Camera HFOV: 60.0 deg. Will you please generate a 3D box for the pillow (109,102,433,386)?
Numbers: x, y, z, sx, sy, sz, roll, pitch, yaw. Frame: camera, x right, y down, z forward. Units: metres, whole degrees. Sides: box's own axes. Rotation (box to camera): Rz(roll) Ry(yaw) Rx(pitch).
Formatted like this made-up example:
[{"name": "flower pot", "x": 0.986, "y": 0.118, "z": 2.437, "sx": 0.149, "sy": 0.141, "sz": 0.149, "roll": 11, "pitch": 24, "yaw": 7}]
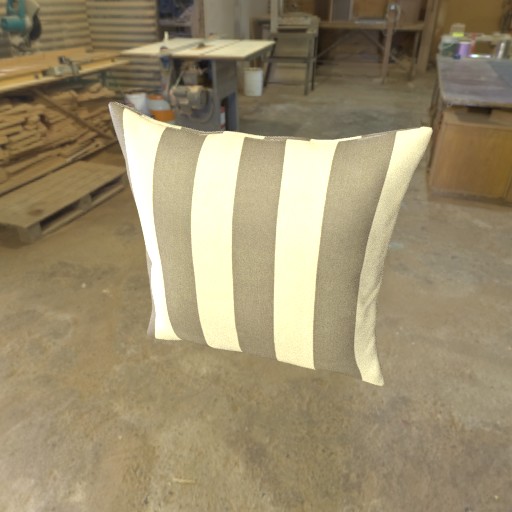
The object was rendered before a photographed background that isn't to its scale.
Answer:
[{"name": "pillow", "x": 0.000, "y": 0.000, "z": 0.806, "sx": 0.522, "sy": 0.507, "sz": 0.192, "roll": 9, "pitch": 32, "yaw": 15}]
